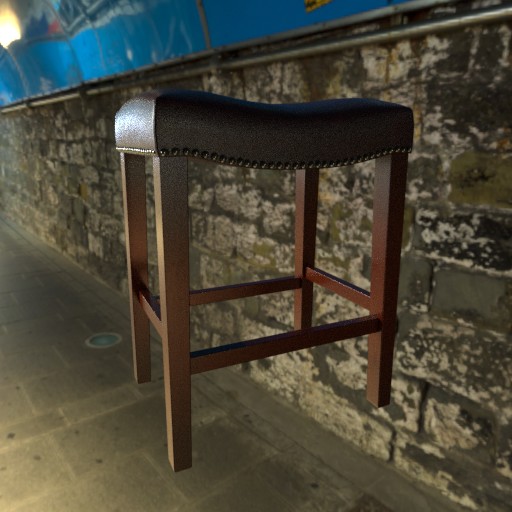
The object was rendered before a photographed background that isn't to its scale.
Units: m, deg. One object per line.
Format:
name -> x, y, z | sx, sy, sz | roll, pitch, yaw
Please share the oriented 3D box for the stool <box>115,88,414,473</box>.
stool -> 0.000, 0.000, 0.964 | 0.504, 0.657, 0.372 | -7, 16, -25
